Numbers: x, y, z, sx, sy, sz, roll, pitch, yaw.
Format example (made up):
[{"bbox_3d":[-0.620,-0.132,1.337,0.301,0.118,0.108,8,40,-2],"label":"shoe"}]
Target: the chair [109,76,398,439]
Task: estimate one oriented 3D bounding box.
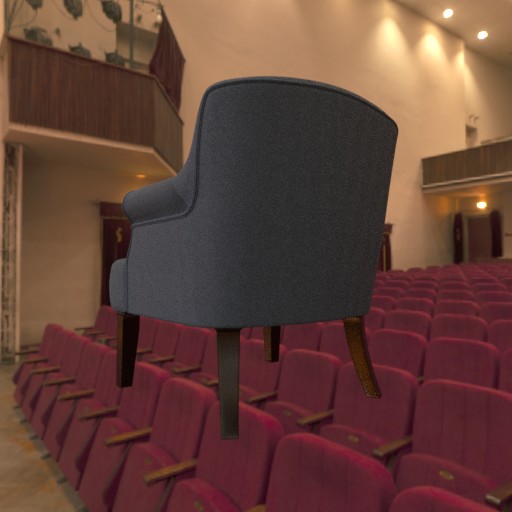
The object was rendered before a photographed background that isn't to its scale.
[{"bbox_3d":[0.000,0.000,1.439,0.770,0.878,0.754,1,-1,-36],"label":"chair"}]
